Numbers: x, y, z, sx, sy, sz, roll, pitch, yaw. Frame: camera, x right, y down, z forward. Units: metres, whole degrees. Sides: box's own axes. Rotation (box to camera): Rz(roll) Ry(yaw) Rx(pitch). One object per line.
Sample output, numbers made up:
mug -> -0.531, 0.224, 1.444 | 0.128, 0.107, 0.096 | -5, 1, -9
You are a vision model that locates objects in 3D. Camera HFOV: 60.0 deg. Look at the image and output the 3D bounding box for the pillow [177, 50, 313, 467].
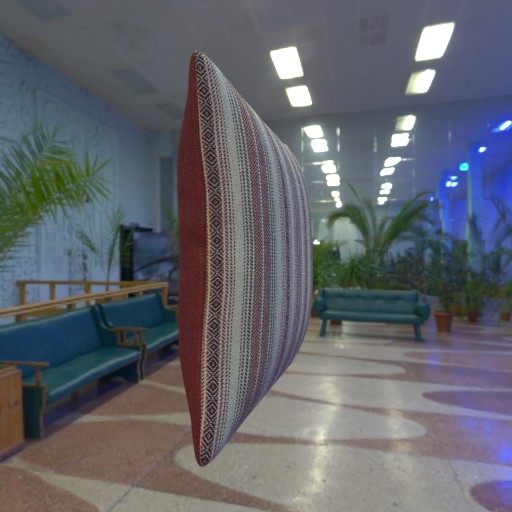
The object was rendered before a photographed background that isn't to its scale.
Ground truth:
pillow -> 0.000, 0.000, 0.767 | 0.166, 0.497, 0.513 | 0, 1, 16
